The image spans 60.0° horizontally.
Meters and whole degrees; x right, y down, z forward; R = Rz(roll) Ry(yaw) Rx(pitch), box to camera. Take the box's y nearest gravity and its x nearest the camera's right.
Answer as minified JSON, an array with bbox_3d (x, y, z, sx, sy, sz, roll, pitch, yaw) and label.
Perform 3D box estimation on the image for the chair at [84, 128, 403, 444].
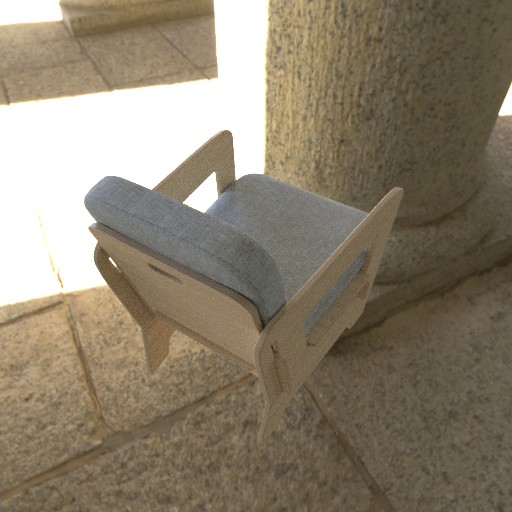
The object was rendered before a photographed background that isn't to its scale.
[{"bbox_3d":[0.000,0.000,1.266,0.590,0.800,0.710,25,50,22],"label":"chair"}]
